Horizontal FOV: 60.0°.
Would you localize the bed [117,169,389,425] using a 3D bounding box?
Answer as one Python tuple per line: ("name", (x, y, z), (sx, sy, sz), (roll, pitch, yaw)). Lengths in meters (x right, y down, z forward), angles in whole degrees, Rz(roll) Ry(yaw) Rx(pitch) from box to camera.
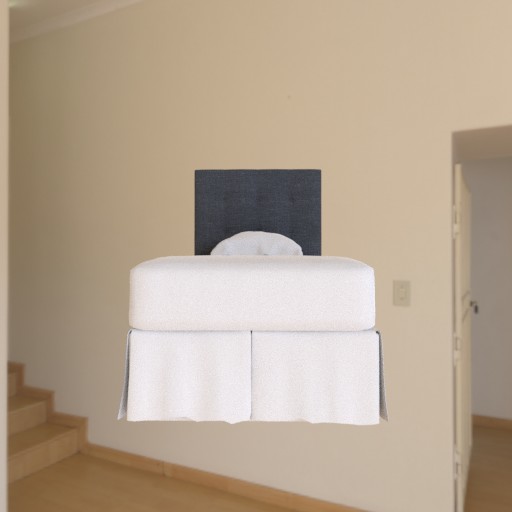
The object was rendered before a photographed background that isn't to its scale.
("bed", (0.000, 0.000, 3.016), (1.261, 1.571, 1.997), (0, -1, 1))
